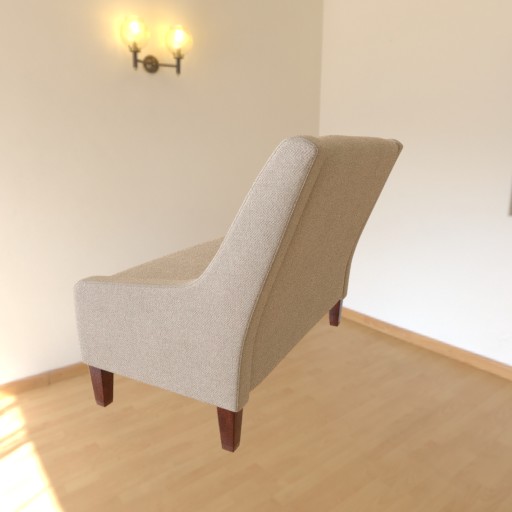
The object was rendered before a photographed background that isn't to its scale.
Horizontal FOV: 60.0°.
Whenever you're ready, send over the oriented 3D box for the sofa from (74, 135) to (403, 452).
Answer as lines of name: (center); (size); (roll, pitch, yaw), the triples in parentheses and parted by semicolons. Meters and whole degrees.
sofa: (0.000, 0.000, 1.880); (0.946, 0.976, 1.212); (7, 16, 26)
